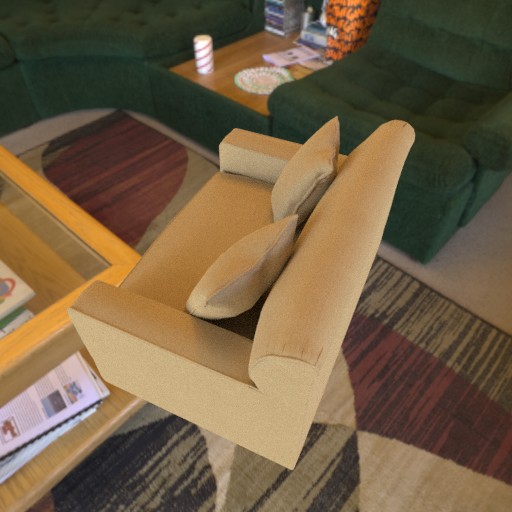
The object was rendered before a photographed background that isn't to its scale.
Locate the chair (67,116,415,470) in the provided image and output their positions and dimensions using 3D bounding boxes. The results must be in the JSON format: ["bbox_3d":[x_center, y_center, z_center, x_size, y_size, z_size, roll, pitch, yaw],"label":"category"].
[{"bbox_3d":[0.000,0.000,2.041,1.000,0.948,1.383,19,50,17],"label":"chair"}]
